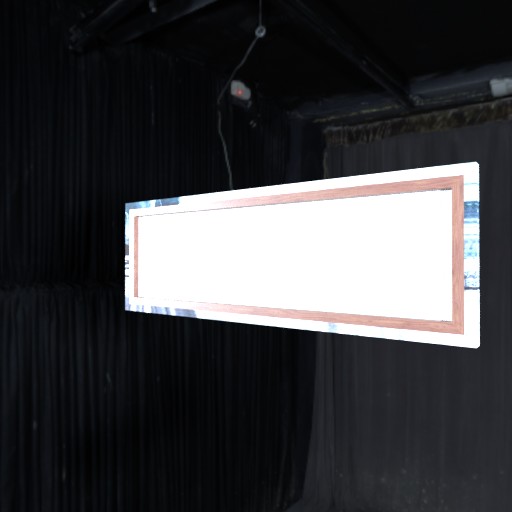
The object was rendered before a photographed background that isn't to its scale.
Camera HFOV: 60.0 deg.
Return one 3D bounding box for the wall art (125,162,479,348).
[{"bbox_3d":[0.000,0.000,1.676,1.524,0.509,0.037,0,-1,37],"label":"wall art"}]
